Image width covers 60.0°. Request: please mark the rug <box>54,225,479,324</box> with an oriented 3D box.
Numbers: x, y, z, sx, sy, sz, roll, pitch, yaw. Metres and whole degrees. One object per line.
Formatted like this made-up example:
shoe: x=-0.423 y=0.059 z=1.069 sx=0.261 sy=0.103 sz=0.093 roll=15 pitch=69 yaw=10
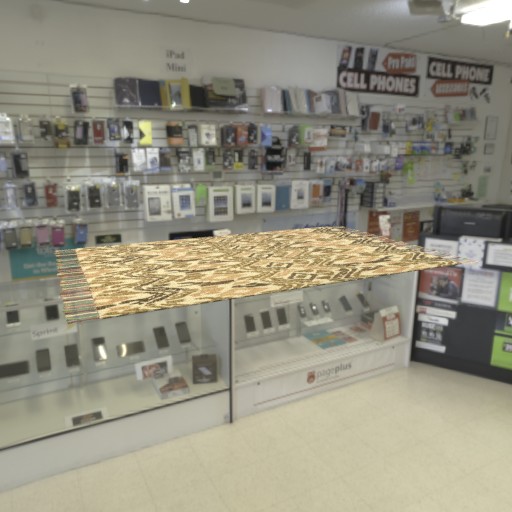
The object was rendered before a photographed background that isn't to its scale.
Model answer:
rug: x=0.000 y=0.000 z=2.966 sx=2.438 sy=0.008 sz=1.524 roll=-6 pitch=15 yaw=-25
